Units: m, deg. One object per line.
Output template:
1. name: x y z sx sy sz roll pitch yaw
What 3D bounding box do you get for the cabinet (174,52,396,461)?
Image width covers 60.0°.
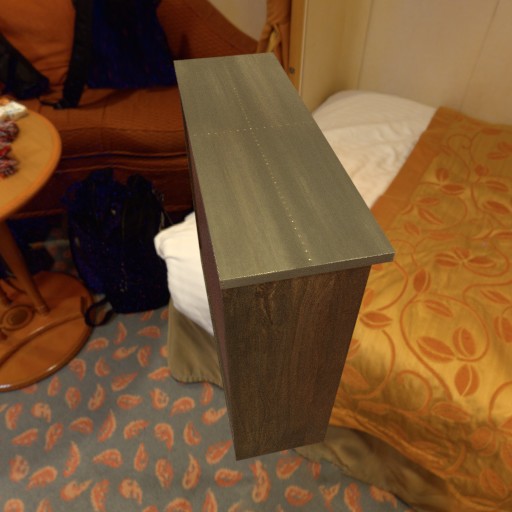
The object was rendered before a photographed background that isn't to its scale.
1. cabinet: 0.000 0.000 1.461 0.338 0.919 0.968 -9 46 -8
